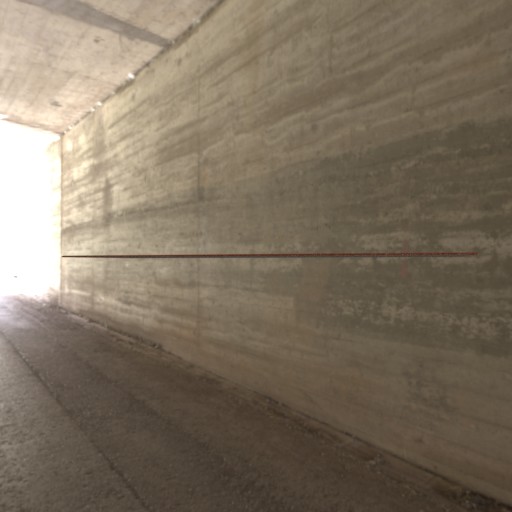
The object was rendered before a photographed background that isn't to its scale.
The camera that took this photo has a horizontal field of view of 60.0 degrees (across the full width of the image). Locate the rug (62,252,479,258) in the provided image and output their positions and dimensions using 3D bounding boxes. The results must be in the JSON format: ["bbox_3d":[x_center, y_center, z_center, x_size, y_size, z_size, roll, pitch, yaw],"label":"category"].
[{"bbox_3d":[0.000,0.000,2.761,2.471,0.013,0.914,0,-1,18],"label":"rug"}]
